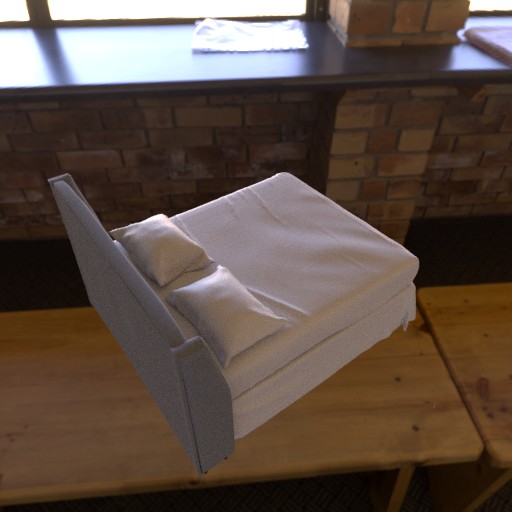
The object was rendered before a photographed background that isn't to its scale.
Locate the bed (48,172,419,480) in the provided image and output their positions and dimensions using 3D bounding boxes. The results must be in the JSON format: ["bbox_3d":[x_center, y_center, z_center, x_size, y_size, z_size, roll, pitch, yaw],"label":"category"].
[{"bbox_3d":[0.000,0.000,3.467,2.276,1.332,1.925,-26,48,-26],"label":"bed"}]
